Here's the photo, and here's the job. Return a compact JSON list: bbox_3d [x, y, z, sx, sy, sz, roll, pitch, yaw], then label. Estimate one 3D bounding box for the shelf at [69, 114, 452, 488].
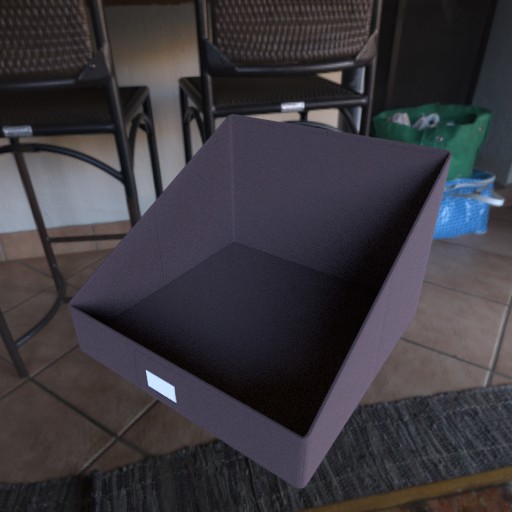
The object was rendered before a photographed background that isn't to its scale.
[{"bbox_3d":[0.000,0.000,0.478,0.292,0.210,0.292,20,36,30],"label":"shelf"}]
